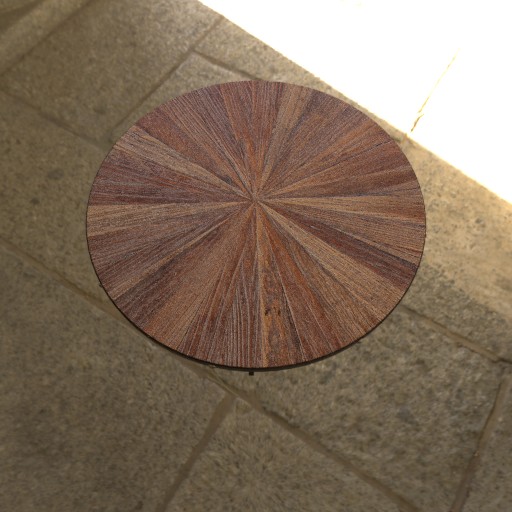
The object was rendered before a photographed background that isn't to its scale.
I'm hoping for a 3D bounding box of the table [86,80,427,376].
[{"bbox_3d":[0.000,0.000,1.458,0.885,0.658,0.885,0,63,0],"label":"table"}]
